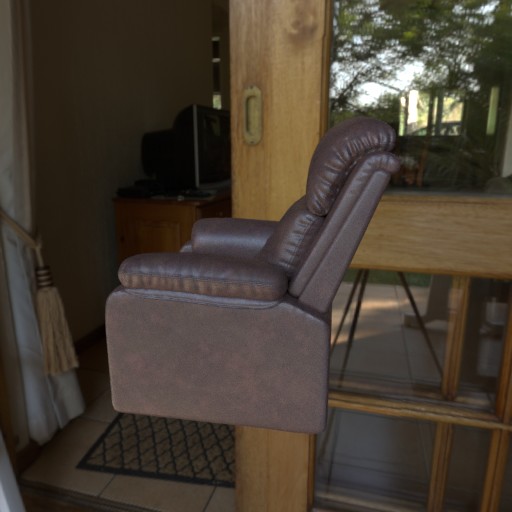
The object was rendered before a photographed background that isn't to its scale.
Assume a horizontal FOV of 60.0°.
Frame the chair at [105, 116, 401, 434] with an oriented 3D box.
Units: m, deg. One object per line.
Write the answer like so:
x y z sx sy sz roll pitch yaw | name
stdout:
0.000 0.000 1.668 0.919 0.992 0.855 3 14 10 | chair
